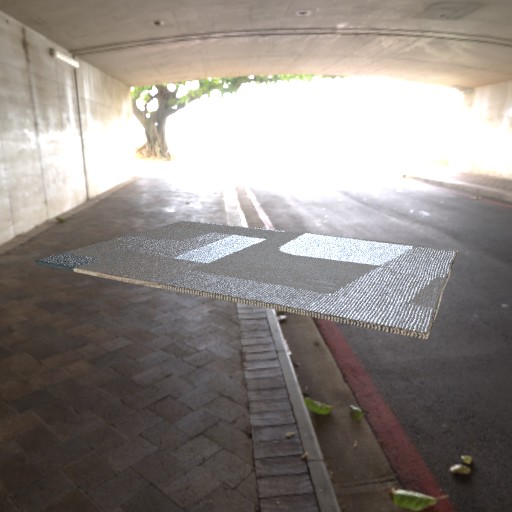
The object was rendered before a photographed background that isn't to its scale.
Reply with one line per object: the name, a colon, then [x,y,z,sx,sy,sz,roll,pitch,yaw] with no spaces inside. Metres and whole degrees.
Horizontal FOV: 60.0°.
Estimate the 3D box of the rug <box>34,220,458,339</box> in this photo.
rug: [0.000,0.000,2.308,1.847,0.020,1.238,8,17,27]
